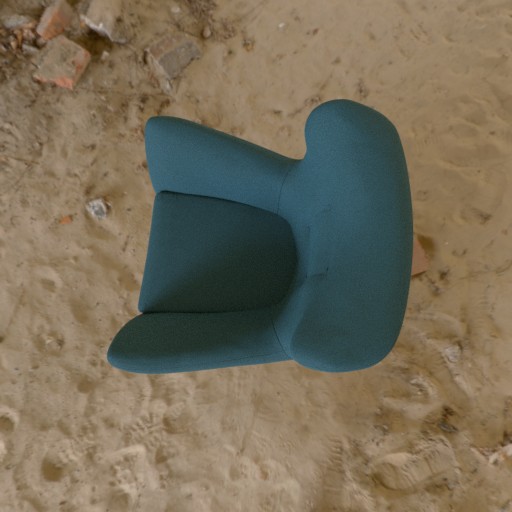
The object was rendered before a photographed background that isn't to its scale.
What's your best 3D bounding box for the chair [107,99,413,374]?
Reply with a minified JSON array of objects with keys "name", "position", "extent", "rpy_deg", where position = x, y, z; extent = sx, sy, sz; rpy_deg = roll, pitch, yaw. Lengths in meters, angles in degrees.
[{"name":"chair","position":[0.000,0.000,1.623],"extent":[0.889,0.889,0.890],"rpy_deg":[5,76,1]}]
